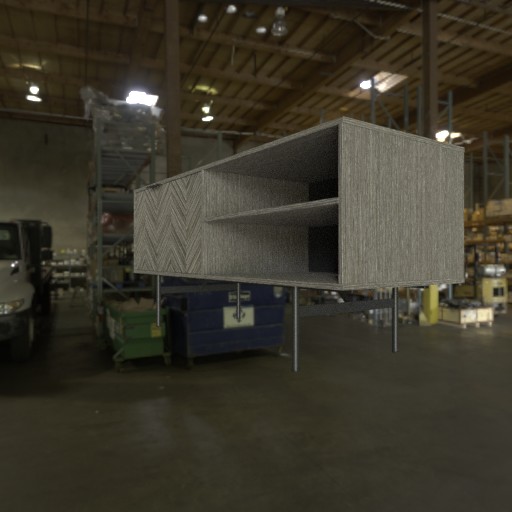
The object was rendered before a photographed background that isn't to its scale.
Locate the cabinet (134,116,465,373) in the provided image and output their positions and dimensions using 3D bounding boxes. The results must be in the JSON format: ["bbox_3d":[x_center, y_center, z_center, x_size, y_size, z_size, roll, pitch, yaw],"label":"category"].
[{"bbox_3d":[0.000,0.000,1.616,0.500,0.599,1.300,0,0,-35],"label":"cabinet"}]
